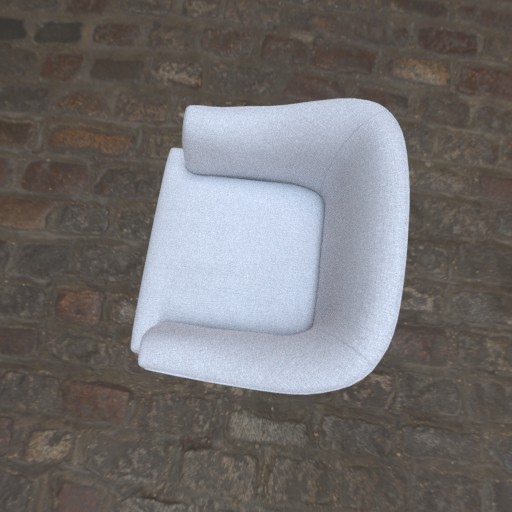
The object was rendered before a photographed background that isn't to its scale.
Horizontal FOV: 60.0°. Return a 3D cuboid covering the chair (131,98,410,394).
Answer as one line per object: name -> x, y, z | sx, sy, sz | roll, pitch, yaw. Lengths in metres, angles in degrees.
chair -> 0.000, 0.000, 1.412 | 0.704, 0.815, 0.798 | 7, 75, 2
